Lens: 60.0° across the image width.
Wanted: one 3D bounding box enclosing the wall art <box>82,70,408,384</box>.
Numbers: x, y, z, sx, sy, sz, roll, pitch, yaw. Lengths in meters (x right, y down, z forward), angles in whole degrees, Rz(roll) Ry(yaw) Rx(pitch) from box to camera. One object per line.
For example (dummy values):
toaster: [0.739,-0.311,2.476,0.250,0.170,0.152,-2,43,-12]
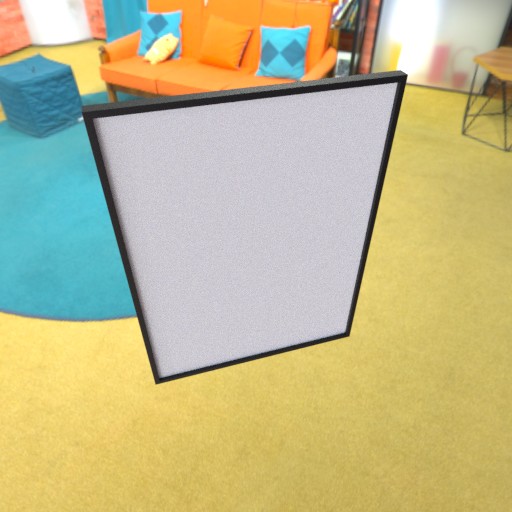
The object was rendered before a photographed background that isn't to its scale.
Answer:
wall art: [0.000,0.000,1.418,0.802,1.070,0.036,-11,43,-12]
